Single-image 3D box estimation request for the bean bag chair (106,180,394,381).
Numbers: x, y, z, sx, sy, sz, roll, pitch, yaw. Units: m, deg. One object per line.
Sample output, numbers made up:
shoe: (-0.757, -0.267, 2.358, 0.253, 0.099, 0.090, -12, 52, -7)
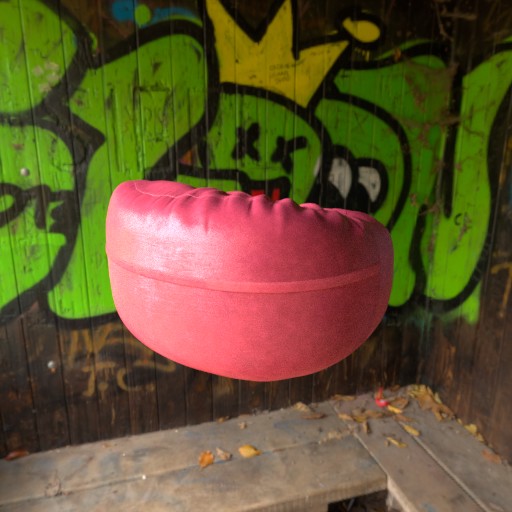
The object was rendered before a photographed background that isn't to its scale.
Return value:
bean bag chair: (0.000, 0.000, 2.485, 1.524, 0.878, 1.524, -14, 20, -43)
